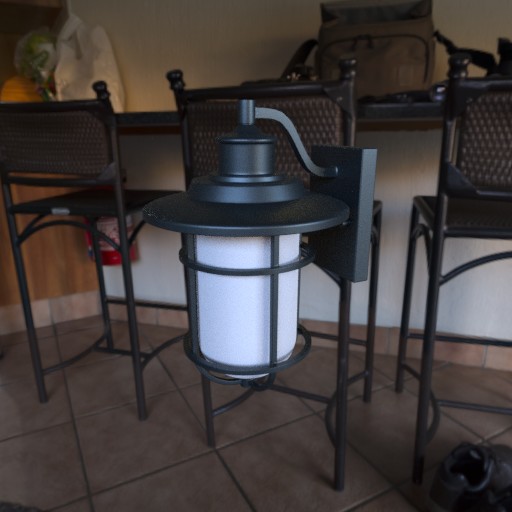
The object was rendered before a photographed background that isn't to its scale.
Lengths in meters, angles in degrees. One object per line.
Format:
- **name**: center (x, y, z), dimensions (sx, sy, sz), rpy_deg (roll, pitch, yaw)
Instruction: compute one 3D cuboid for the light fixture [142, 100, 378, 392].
- **light fixture**: center (0.000, 0.000, 0.521), dimensions (0.252, 0.345, 0.222), rpy_deg (-8, 18, -25)
